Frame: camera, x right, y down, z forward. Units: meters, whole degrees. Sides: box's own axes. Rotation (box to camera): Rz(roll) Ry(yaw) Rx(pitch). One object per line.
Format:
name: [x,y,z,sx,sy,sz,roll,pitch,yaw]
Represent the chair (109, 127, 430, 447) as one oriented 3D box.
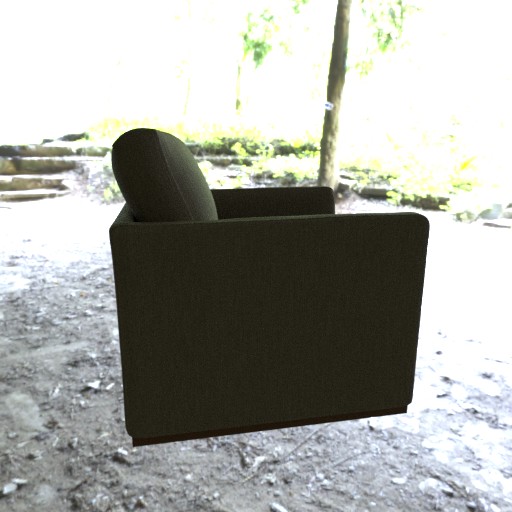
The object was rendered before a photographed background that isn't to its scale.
chair: [0.000,0.000,1.477,0.834,0.811,0.763,-3,15,-11]
